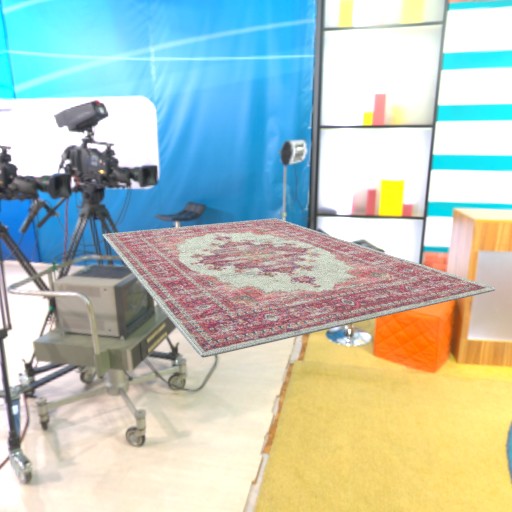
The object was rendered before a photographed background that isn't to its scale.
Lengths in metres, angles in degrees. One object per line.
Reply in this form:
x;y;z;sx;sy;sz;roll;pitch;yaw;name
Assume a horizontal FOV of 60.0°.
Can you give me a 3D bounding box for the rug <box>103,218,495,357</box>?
0.000;0.000;2.827;1.555;0.011;2.232;-7;17;-26;rug
